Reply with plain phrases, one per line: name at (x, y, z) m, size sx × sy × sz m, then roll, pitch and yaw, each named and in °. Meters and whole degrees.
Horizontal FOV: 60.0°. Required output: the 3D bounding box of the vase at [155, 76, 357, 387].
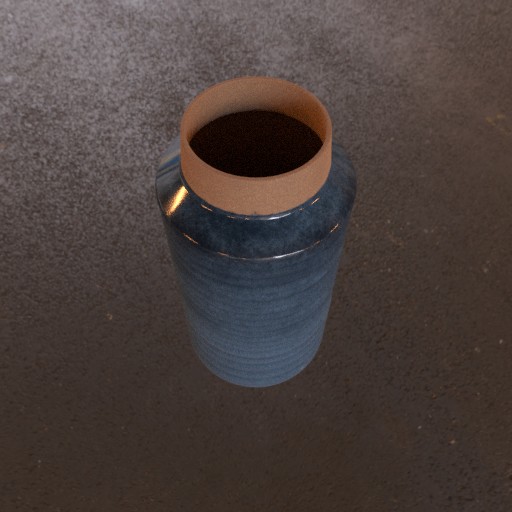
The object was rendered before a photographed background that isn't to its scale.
vase at (0.000, 0.000, 0.414) m, size 0.163 × 0.316 × 0.163 m, roll 0°, pitch 58°, yaw 0°
